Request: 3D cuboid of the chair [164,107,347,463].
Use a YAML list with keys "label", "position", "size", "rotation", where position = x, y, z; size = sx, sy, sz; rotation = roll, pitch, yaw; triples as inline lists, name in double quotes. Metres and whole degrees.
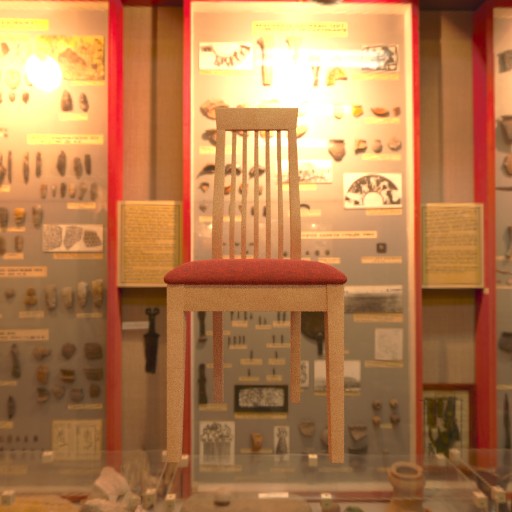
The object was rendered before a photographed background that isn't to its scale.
- label: "chair"
  position: [0.000, 0.000, 1.327]
  size: [0.460, 1.027, 0.474]
  rotation: [0, 0, 0]
